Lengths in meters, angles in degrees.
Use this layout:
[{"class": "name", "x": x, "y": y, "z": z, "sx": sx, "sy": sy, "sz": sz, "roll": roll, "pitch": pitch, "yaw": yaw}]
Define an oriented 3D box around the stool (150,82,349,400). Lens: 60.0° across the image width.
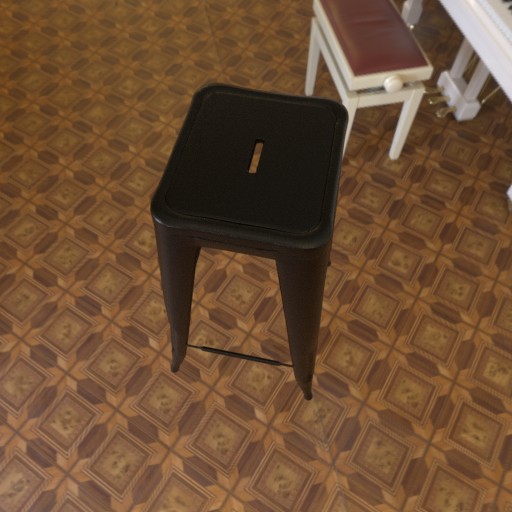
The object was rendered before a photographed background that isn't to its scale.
[{"class": "stool", "x": 0.000, "y": 0.000, "z": 0.919, "sx": 0.423, "sy": 0.609, "sz": 0.455, "roll": 0, "pitch": 60, "yaw": 0}]
